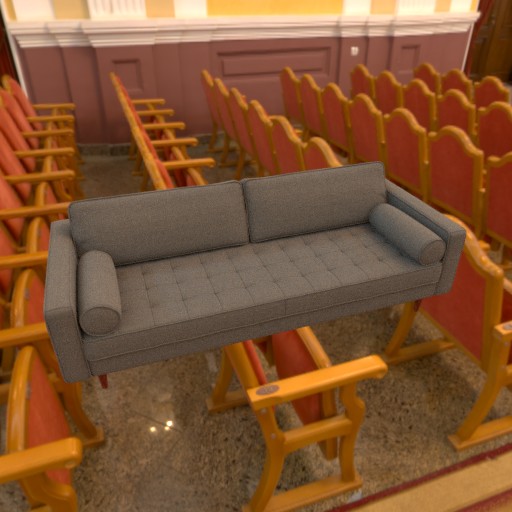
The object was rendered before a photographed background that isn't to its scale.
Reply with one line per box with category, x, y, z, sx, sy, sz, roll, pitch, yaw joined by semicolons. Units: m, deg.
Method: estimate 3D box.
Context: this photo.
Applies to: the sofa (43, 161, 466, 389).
sofa;0.000;0.000;2.592;2.198;0.762;0.914;-10;33;-16
